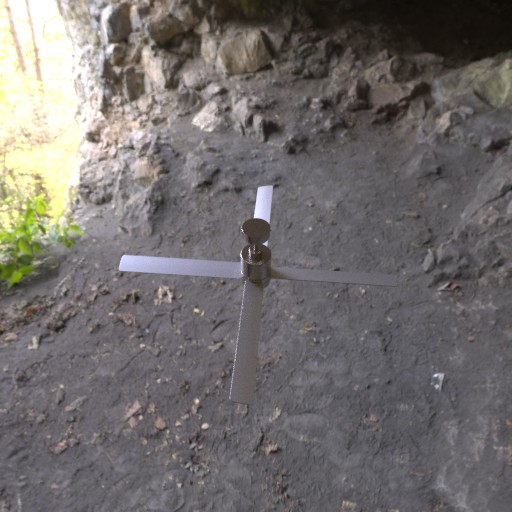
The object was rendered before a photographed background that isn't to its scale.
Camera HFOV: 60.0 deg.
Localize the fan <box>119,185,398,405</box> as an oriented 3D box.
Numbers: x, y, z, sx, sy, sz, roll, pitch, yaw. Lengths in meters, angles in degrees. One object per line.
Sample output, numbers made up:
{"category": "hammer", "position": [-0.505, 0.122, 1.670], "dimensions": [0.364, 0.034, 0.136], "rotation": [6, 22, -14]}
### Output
{"category": "fan", "position": [0.000, 0.000, 2.034], "dimensions": [1.322, 0.355, 1.322], "rotation": [4, 47, 3]}
